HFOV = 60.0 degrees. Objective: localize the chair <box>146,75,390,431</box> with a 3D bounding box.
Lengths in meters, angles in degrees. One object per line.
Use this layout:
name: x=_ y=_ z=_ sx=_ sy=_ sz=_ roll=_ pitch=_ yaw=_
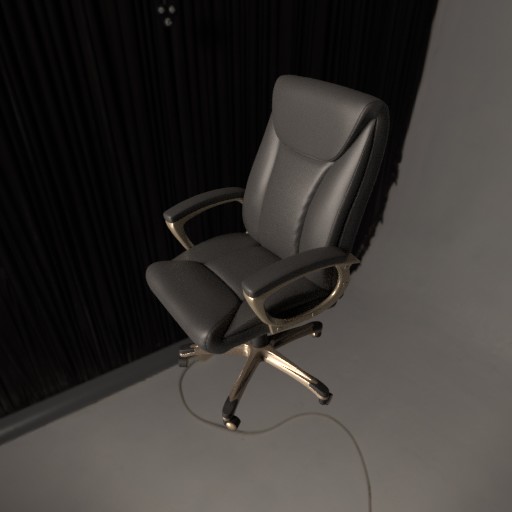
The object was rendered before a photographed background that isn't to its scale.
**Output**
chair: x=0.000 y=0.000 z=1.678 sx=0.748 sy=1.188 sz=0.694 roll=-20 pitch=38 yaw=-28
